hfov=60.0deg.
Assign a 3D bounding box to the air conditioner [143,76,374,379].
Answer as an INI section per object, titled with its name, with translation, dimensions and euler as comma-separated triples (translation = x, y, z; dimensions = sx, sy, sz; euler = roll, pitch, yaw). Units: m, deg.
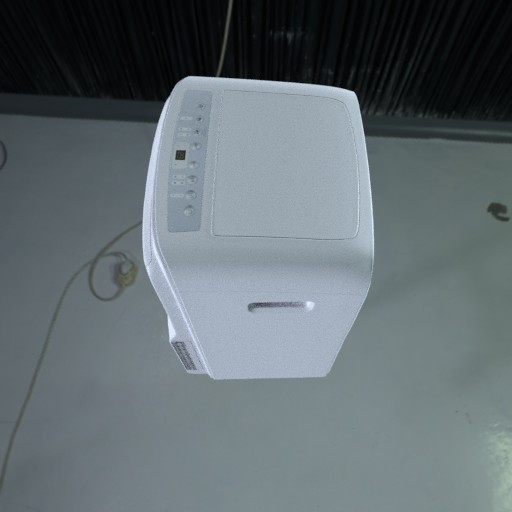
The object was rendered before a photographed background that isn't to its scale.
[air conditioner]
translation = 0.000, 0.000, 1.087
dimensions = 0.467, 0.765, 0.478
euler = 1, 64, 0
